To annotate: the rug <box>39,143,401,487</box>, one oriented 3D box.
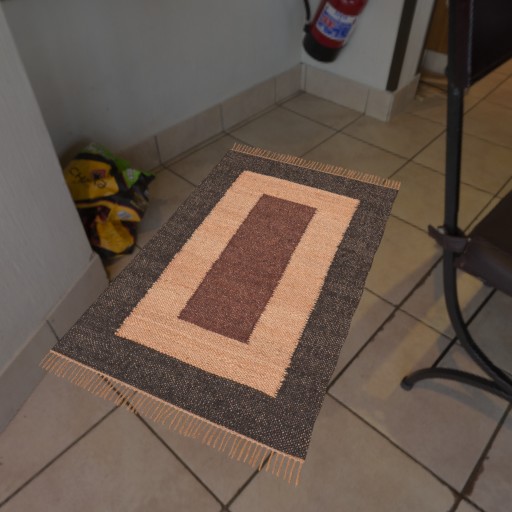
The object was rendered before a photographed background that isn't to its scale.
[{"bbox_3d":[0.000,0.000,1.829,0.920,0.013,1.541,17,48,17],"label":"rug"}]
